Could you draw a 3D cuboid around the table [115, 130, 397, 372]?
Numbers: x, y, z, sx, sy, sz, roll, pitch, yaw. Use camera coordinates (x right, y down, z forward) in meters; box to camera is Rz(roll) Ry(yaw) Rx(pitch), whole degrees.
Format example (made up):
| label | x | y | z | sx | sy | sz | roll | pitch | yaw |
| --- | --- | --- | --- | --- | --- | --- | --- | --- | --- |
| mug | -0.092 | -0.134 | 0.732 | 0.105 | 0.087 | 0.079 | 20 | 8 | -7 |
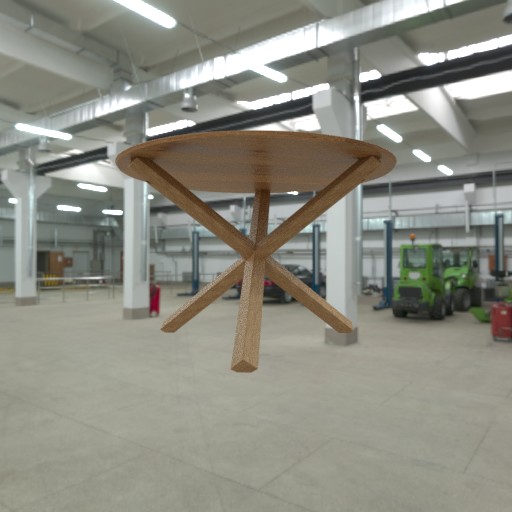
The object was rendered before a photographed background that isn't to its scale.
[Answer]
| label | x | y | z | sx | sy | sz | roll | pitch | yaw |
| --- | --- | --- | --- | --- | --- | --- | --- | --- | --- |
| table | 0.000 | 0.000 | 1.709 | 1.038 | 0.666 | 1.038 | 0 | -1 | 0 |
